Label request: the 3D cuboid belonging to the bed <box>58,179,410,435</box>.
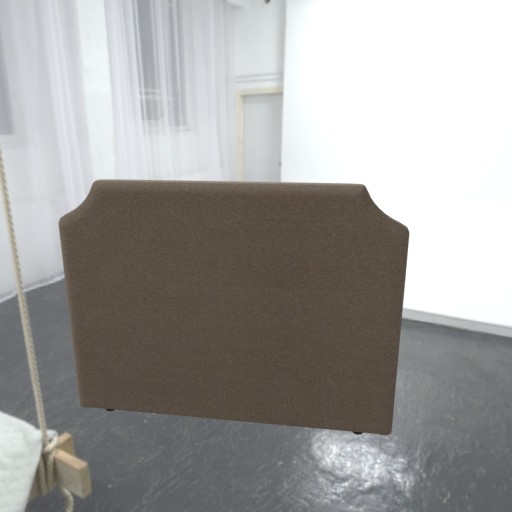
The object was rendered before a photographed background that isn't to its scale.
[{"bbox_3d":[0.000,0.000,3.181,1.693,1.290,2.116,2,16,8],"label":"bed"}]
